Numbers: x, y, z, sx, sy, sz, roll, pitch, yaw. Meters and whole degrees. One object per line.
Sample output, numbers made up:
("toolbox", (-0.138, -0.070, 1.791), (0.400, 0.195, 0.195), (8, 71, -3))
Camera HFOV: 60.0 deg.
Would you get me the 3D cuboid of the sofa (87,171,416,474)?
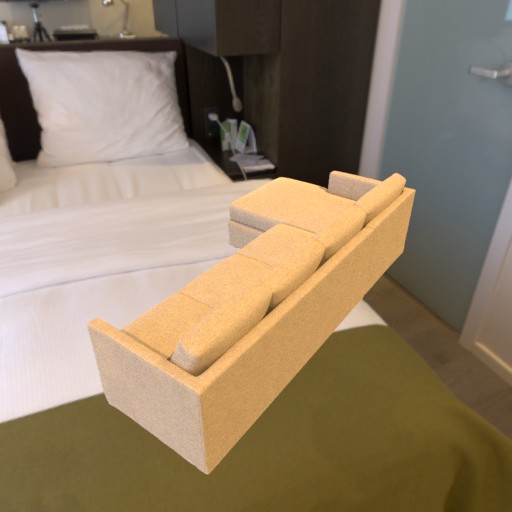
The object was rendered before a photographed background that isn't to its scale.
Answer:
("sofa", (0.000, 0.000, 3.860), (1.638, 0.920, 3.198), (21, 38, 30))
